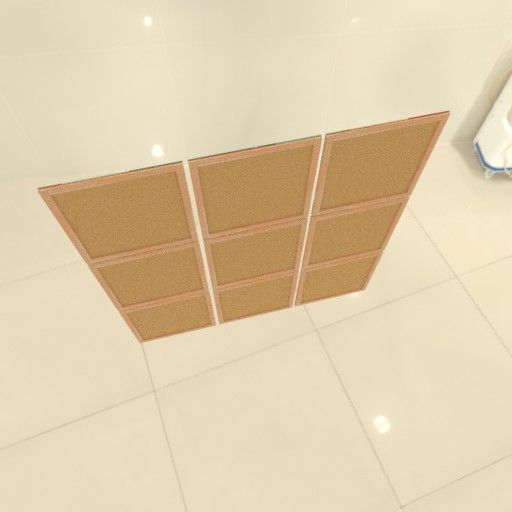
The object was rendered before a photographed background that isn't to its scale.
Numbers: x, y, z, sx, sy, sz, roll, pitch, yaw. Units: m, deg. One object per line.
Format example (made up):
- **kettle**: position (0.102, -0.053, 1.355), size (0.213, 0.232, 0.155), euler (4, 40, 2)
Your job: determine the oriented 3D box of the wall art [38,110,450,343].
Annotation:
- **wall art**: position (0.000, 0.000, 1.797), size (1.216, 1.220, 0.013), euler (-12, 60, -7)
